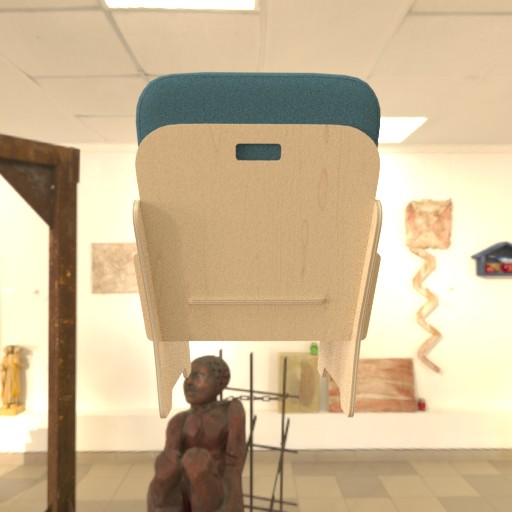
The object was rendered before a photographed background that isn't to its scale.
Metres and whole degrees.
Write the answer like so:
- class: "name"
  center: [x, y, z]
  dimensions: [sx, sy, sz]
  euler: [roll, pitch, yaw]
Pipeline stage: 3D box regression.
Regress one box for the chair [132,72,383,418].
- class: "chair"
  center: [0.000, 0.000, 1.199]
  dimensions: [0.547, 0.747, 0.657]
  euler: [0, -1, -1]
